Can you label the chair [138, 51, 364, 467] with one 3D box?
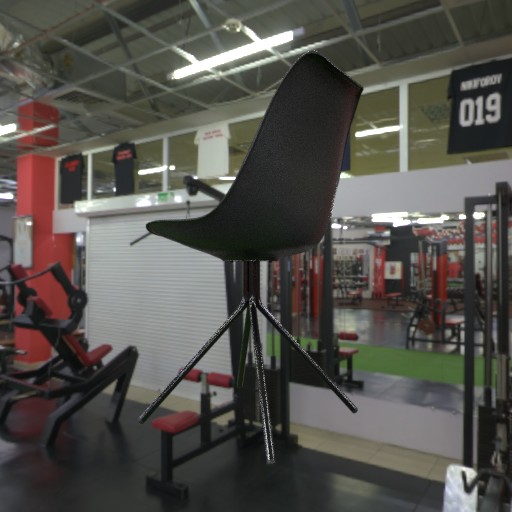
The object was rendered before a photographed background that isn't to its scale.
[{"bbox_3d":[0.000,0.000,1.159,0.525,0.850,0.461,-1,-1,37],"label":"chair"}]
